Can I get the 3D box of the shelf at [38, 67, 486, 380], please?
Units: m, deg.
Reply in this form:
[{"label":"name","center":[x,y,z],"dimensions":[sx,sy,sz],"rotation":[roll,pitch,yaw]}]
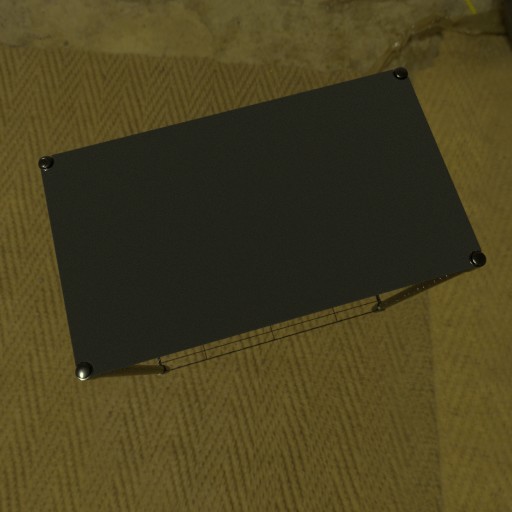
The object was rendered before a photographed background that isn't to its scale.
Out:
[{"label":"shelf","center":[0.000,0.000,0.914],"dimensions":[0.589,0.564,0.338],"rotation":[-15,76,-4]}]
